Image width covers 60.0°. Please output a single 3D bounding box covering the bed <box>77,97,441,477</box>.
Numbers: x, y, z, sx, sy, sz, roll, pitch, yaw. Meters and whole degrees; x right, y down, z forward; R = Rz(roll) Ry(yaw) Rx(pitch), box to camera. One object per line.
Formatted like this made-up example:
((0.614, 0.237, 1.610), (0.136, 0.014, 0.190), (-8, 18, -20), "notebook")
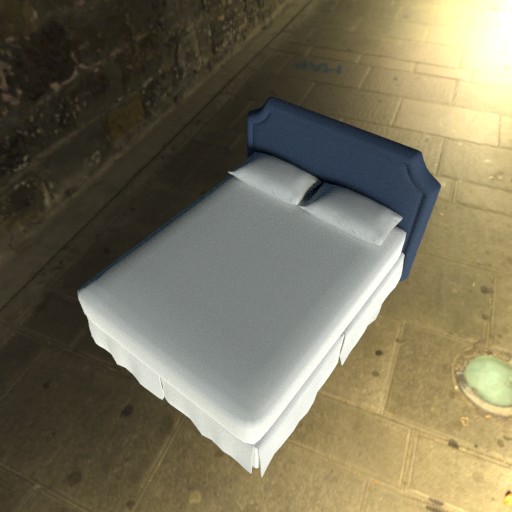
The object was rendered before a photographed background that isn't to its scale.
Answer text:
((0.000, 0.000, 3.417), (1.831, 1.297, 2.260), (30, 54, 25), "bed")
